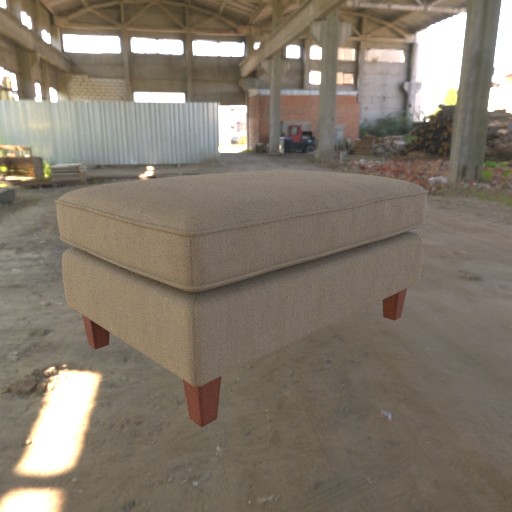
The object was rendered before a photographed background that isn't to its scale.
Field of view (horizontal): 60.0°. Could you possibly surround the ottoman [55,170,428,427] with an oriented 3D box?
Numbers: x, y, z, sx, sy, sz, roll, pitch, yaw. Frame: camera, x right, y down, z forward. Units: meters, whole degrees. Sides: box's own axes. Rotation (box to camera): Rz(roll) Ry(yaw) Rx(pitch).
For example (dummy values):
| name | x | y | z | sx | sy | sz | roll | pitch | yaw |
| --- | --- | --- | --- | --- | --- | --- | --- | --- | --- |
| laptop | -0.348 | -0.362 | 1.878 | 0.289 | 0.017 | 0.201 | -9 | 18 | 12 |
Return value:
| name | x | y | z | sx | sy | sz | roll | pitch | yaw |
| --- | --- | --- | --- | --- | --- | --- | --- | --- | --- |
| ottoman | 0.000 | 0.000 | 1.323 | 0.941 | 0.480 | 0.636 | -14 | 21 | -42 |
